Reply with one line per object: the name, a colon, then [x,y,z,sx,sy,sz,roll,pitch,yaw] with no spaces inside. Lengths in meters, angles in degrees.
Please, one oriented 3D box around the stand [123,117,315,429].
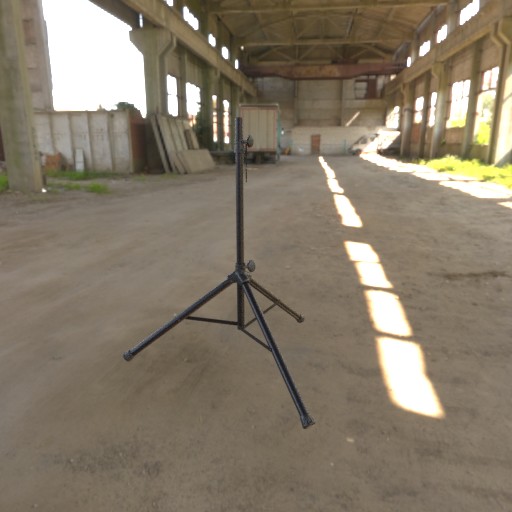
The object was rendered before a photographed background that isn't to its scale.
stand: [0.000,0.000,1.884,1.045,1.136,0.907,-7,17,-25]
